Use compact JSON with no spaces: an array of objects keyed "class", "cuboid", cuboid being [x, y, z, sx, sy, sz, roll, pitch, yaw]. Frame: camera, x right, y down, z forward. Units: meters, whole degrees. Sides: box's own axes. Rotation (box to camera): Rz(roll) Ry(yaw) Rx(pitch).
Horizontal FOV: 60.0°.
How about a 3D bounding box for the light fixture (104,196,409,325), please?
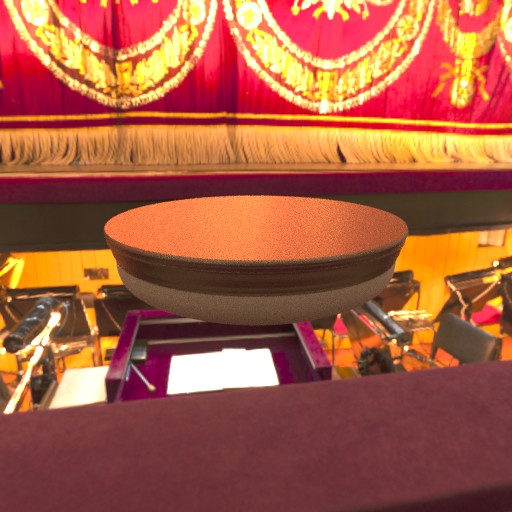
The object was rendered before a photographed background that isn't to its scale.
[{"class":"light fixture","cuboid":[0.000,0.000,0.576,0.368,0.100,0.368,0,17,0]}]
